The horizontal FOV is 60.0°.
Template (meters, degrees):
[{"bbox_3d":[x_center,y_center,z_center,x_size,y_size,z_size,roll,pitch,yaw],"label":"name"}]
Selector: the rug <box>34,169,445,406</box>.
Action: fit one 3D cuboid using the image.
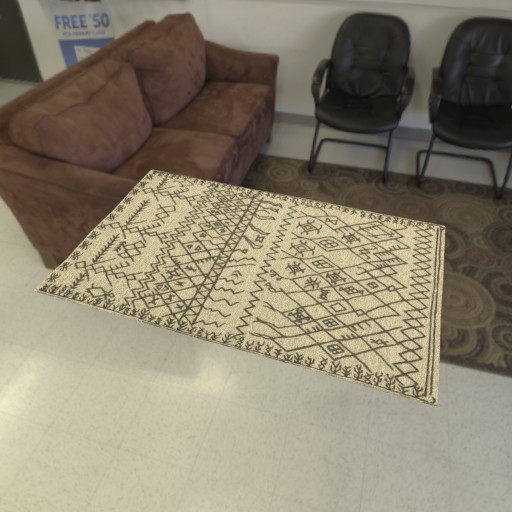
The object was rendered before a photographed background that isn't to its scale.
[{"bbox_3d":[0.000,0.000,3.045,2.444,0.012,1.530,13,44,14],"label":"rug"}]
